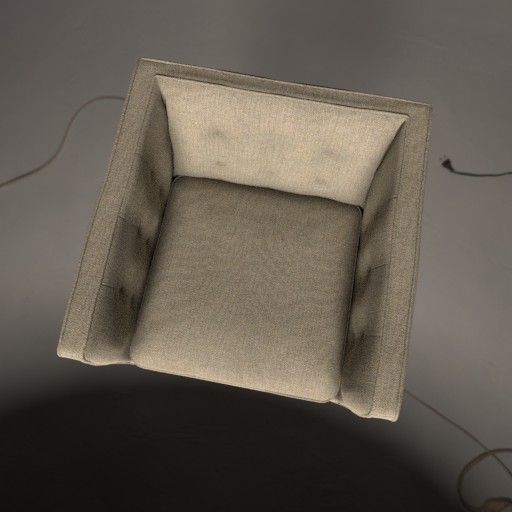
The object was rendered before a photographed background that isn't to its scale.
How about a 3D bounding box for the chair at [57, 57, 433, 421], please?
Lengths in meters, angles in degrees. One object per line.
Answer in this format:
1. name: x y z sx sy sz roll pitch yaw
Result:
1. chair: 0.000 0.000 1.580 0.920 0.799 0.912 10 76 3
